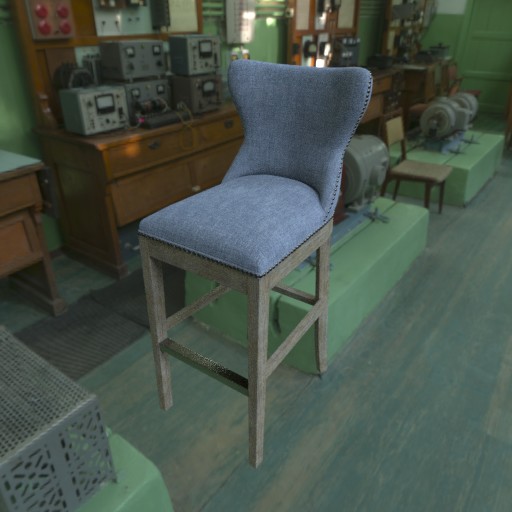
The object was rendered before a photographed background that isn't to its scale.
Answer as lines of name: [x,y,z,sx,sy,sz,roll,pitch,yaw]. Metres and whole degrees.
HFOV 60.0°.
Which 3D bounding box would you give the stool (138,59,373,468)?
stool: [0.000,0.000,1.442,0.494,1.123,0.606,19,34,30]
